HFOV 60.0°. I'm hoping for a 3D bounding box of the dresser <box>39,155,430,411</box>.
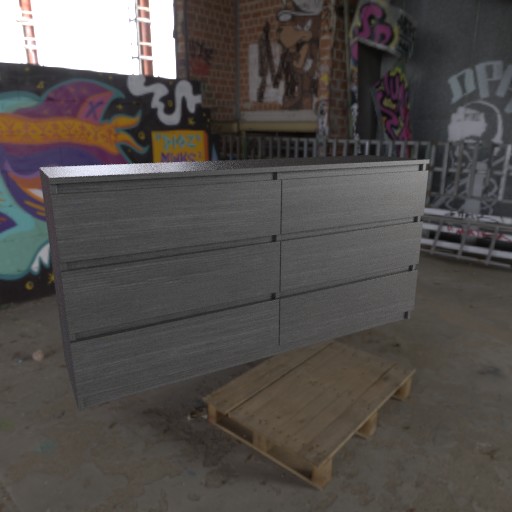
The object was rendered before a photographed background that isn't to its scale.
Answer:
[{"bbox_3d":[0.000,0.000,1.932,1.590,0.795,0.400,-9,18,-28],"label":"dresser"}]
